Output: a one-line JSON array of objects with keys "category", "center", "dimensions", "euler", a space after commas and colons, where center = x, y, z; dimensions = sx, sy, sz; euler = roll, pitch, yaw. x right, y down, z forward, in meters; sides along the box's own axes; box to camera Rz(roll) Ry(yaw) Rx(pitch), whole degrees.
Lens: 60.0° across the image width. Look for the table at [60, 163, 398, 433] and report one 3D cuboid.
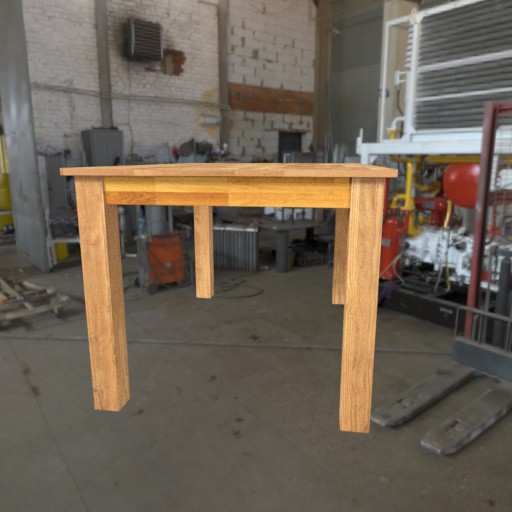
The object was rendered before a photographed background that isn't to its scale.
[{"category": "table", "center": [0.000, 0.000, 1.865], "dimensions": [0.900, 0.750, 1.300], "euler": [2, 13, 8]}]
